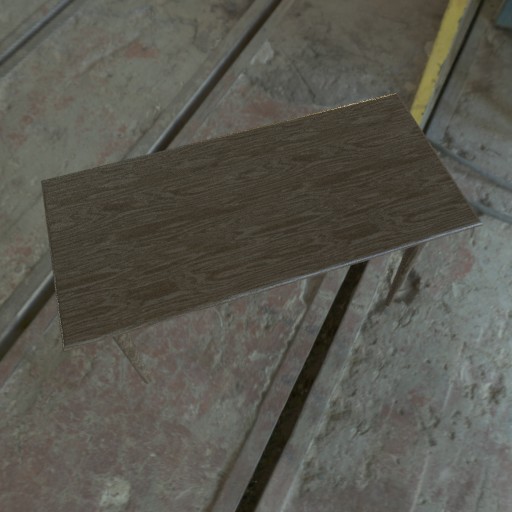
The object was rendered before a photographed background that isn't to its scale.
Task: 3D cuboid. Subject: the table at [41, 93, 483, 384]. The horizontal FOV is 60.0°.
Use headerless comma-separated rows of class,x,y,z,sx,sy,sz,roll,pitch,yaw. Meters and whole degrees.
table,0.000,0.000,1.767,1.300,0.780,0.599,-16,64,-8
